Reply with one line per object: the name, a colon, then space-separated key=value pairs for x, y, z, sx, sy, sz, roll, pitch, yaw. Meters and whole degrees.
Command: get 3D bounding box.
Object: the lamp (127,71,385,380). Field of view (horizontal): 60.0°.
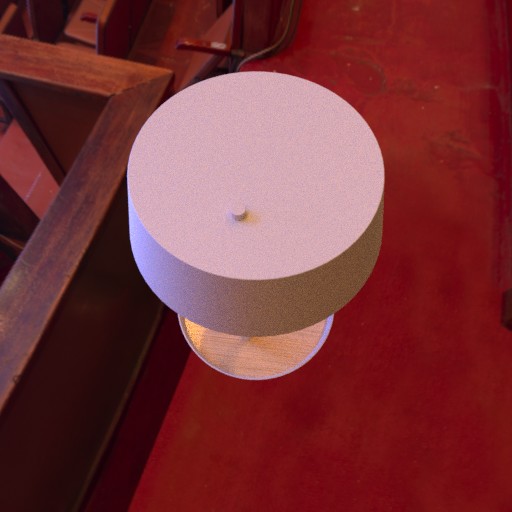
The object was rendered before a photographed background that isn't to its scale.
lamp: x=0.000 y=0.000 z=0.612 sx=0.291 sy=0.429 sz=0.291 roll=0 pitch=64 yaw=0
